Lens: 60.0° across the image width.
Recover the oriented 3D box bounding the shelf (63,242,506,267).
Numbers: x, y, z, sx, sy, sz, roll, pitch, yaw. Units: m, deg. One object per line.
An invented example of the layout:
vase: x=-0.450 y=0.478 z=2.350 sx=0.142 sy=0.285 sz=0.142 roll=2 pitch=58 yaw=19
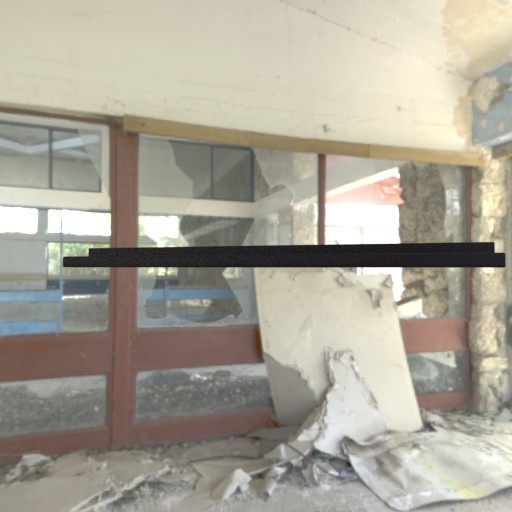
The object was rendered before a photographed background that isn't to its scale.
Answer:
shelf: x=0.000 y=0.000 z=0.942 sx=0.924 sy=0.049 sz=0.092 roll=0 pitch=-1 yaw=18
